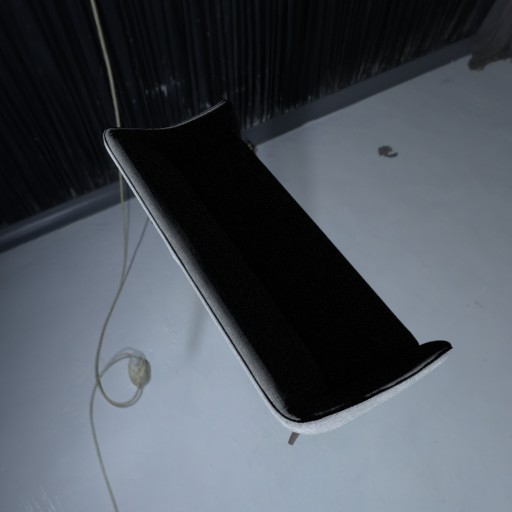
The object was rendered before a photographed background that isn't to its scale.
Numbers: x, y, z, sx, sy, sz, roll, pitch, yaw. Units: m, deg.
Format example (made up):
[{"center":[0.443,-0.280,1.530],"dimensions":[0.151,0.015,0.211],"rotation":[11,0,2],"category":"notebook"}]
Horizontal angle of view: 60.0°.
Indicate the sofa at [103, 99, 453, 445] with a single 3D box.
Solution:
[{"center":[0.000,0.000,2.371],"dimensions":[0.867,0.829,1.928],"rotation":[-28,62,-17],"category":"sofa"}]
